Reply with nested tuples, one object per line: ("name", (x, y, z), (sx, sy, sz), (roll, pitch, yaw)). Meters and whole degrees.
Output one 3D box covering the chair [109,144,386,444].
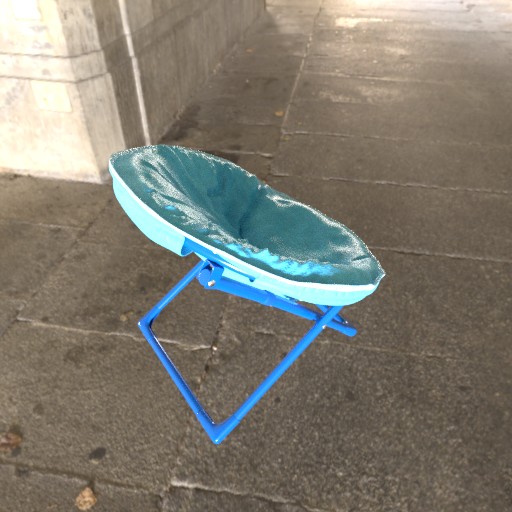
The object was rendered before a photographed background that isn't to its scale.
("chair", (0.000, 0.000, 0.884), (0.465, 0.478, 0.520), (-24, 45, -26))
